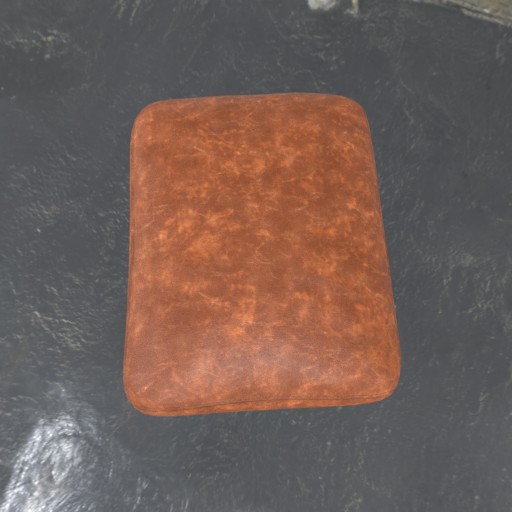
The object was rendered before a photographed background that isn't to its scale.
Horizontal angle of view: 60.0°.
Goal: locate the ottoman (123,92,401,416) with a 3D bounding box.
[{"bbox_3d":[0.000,0.000,1.277,0.657,0.562,0.832,-3,73,-1],"label":"ottoman"}]
